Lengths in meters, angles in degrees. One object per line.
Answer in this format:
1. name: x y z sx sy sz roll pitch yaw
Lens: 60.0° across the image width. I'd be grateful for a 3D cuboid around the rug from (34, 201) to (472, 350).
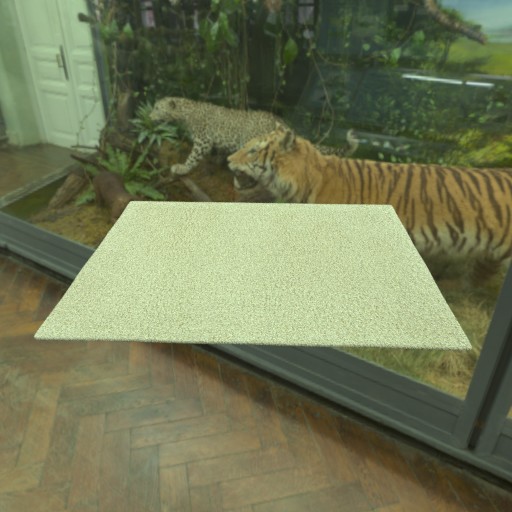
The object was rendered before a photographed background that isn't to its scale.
1. rug: 0.000 0.000 4.113 3.047 0.029 2.438 1 30 2
